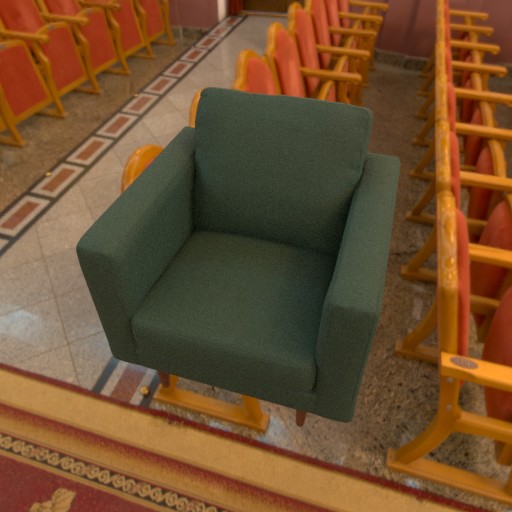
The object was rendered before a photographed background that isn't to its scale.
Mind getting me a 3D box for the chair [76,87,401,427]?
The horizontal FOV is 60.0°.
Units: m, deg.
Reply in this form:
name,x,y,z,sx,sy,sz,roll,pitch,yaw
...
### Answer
name,x,y,z,sx,sy,sz,roll,pitch,yaw
chair,0.000,0.000,1.550,0.855,0.927,0.800,12,43,13
